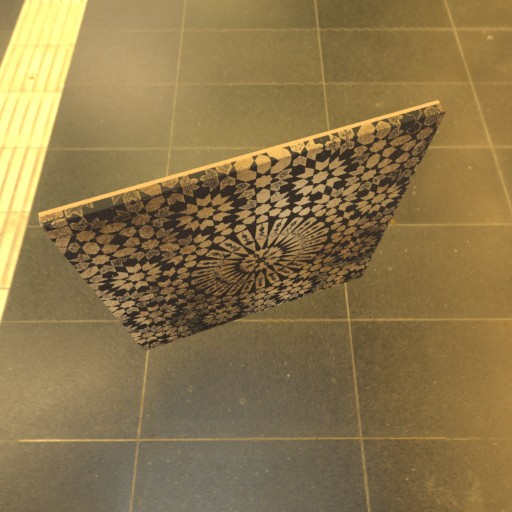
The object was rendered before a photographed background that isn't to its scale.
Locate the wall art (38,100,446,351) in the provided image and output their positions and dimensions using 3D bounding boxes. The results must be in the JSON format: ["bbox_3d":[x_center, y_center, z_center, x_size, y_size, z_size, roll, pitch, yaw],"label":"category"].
[{"bbox_3d":[0.000,0.000,1.354,0.914,0.914,0.038,-18,64,-9],"label":"wall art"}]
